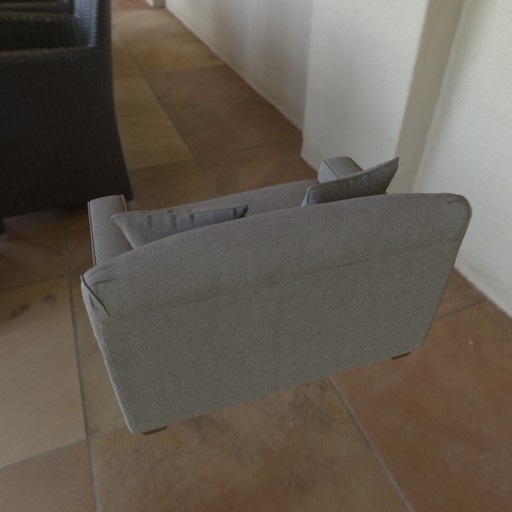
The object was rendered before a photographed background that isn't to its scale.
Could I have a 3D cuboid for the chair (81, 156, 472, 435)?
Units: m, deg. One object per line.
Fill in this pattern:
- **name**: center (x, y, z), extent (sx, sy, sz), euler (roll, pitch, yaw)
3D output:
- **chair**: center (0.000, 0.000, 2.037), extent (1.395, 0.953, 0.992), euler (-12, 42, -14)
